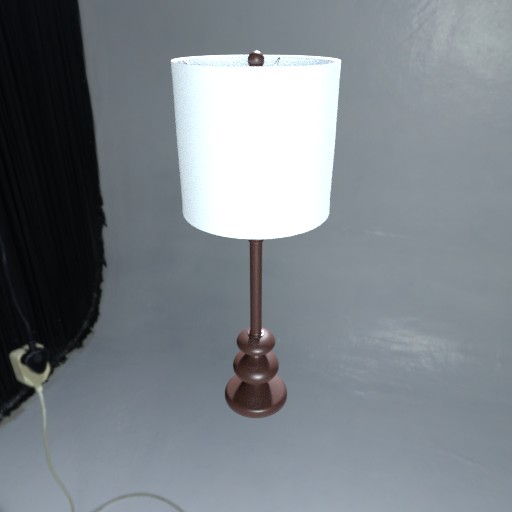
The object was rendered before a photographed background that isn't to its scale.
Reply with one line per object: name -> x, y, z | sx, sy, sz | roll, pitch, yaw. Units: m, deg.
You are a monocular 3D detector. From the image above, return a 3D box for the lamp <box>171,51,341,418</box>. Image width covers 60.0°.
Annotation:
lamp -> 0.000, 0.000, 0.821 | 0.254, 0.690, 0.254 | 9, 29, 17
